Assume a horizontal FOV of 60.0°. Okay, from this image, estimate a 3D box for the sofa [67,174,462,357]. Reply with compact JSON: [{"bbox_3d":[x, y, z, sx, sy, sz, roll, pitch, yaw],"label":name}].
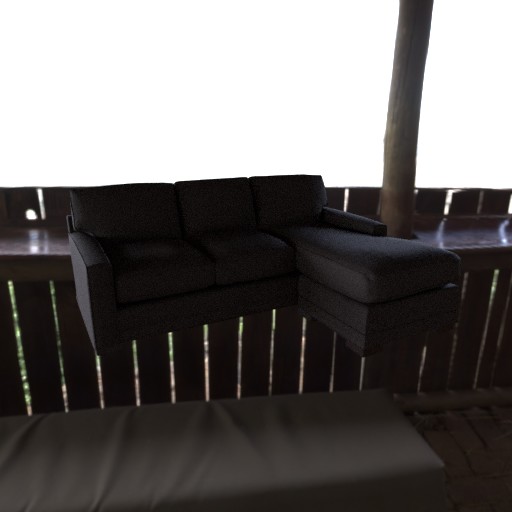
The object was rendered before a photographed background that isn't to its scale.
[{"bbox_3d":[0.000,0.000,3.238,2.370,0.973,1.790,-9,19,-26],"label":"sofa"}]
